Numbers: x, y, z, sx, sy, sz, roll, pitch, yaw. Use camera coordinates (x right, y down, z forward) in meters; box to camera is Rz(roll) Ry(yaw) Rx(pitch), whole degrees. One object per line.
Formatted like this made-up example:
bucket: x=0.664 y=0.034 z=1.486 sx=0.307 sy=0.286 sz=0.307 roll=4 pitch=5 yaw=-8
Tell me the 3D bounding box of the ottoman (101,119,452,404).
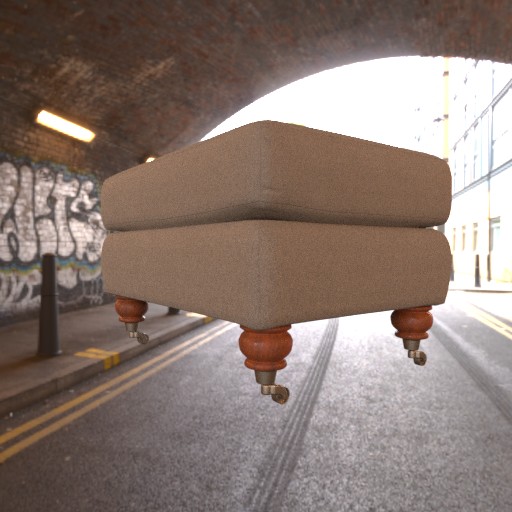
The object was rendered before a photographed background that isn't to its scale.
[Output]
ottoman: x=0.000 y=0.000 z=1.125 sx=0.569 sy=0.504 sz=0.773 roll=-1 pitch=1 yaw=-37
